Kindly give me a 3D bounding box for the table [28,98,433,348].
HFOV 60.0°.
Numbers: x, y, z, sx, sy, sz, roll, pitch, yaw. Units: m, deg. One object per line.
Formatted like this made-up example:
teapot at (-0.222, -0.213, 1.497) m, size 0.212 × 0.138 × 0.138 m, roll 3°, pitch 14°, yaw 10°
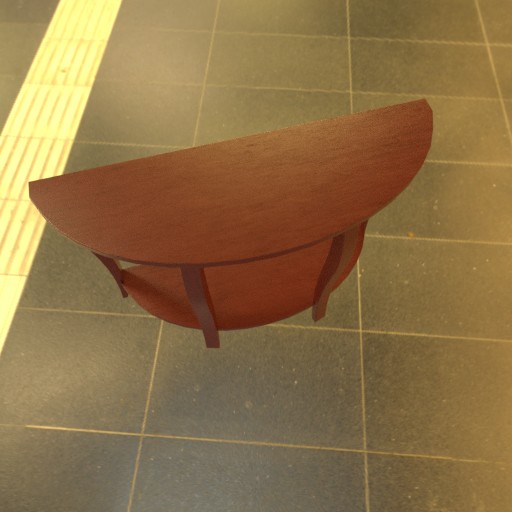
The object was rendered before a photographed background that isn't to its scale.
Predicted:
table at (0.000, 0.000, 1.577) m, size 1.219 × 0.779 × 0.405 m, roll -14°, pitch 63°, yaw -7°
